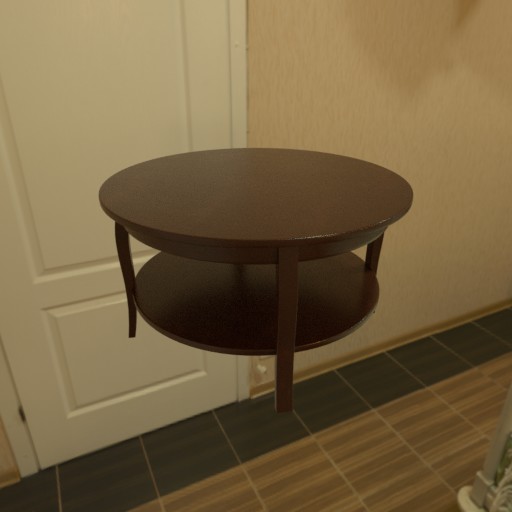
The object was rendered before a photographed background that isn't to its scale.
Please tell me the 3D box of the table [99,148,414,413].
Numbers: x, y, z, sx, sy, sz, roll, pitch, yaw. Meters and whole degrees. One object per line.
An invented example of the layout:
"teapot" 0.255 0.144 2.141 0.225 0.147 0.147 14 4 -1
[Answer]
"table" 0.000 0.000 1.455 0.911 0.512 0.911 0 26 0
